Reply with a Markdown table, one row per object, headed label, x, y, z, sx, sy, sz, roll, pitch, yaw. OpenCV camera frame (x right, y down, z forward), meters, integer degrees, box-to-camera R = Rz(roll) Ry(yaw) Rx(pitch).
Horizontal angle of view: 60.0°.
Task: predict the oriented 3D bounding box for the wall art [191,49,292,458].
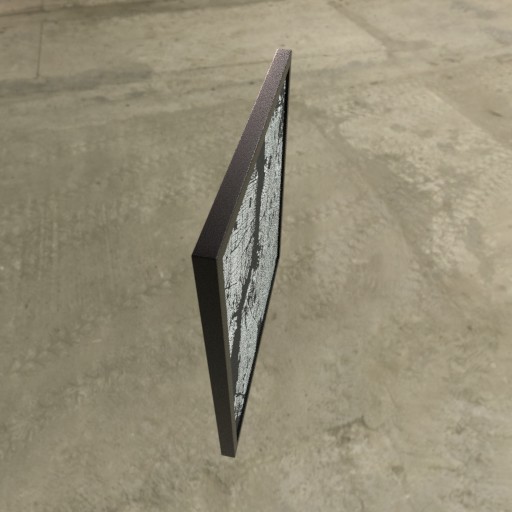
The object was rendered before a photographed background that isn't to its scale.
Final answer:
| label | x | y | z | sx | sy | sz | roll | pitch | yaw |
| --- | --- | --- | --- | --- | --- | --- | --- | --- | --- |
| wall art | 0.000 | 0.000 | 1.154 | 0.038 | 0.761 | 0.755 | 8 | 47 | 8 |
